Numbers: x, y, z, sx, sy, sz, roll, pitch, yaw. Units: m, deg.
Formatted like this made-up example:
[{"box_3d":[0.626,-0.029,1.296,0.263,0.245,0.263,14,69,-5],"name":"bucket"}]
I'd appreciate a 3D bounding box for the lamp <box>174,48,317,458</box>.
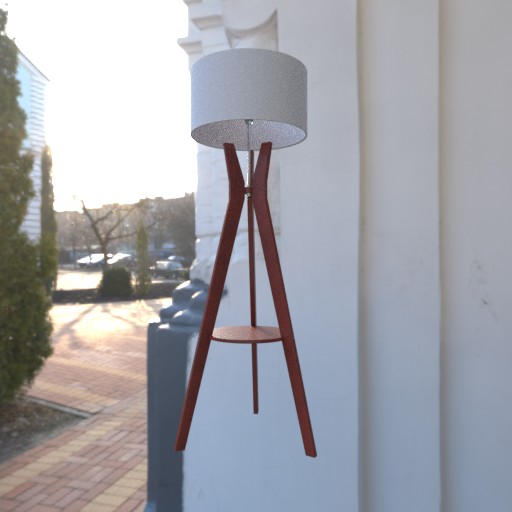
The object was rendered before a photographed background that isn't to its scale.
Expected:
[{"box_3d":[0.000,0.000,1.781,0.542,1.472,0.539,0,0,36],"name":"lamp"}]
